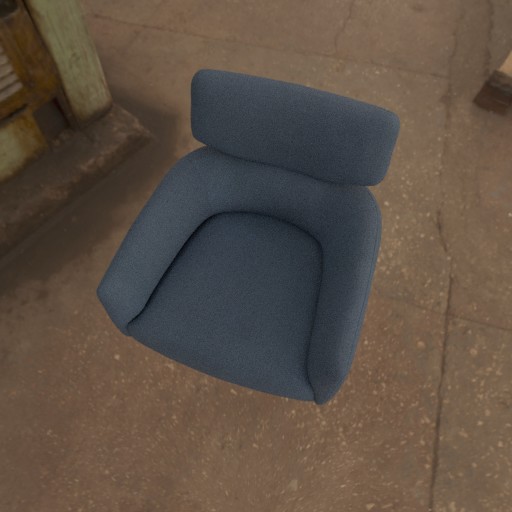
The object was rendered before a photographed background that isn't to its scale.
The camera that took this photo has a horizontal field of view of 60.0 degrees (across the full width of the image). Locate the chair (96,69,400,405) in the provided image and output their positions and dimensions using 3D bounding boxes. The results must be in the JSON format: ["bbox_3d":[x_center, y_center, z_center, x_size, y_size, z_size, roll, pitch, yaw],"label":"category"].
[{"bbox_3d":[0.000,0.000,1.434,0.738,0.813,0.761,17,60,10],"label":"chair"}]
